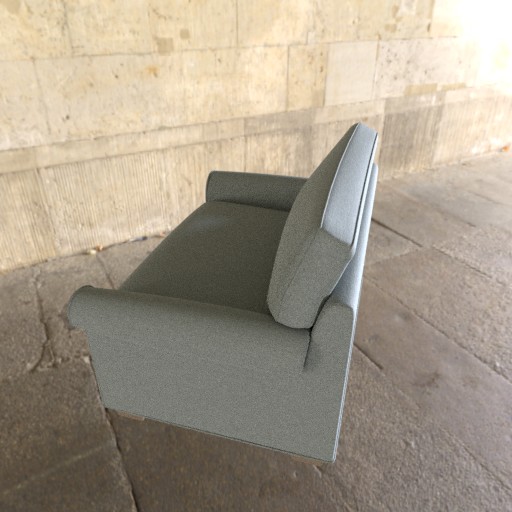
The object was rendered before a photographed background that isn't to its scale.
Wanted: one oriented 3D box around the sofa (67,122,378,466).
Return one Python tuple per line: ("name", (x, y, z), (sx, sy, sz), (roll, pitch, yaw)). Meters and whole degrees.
("sofa", (0.000, 0.000, 1.977), (0.940, 0.953, 1.410), (8, 31, 14))
